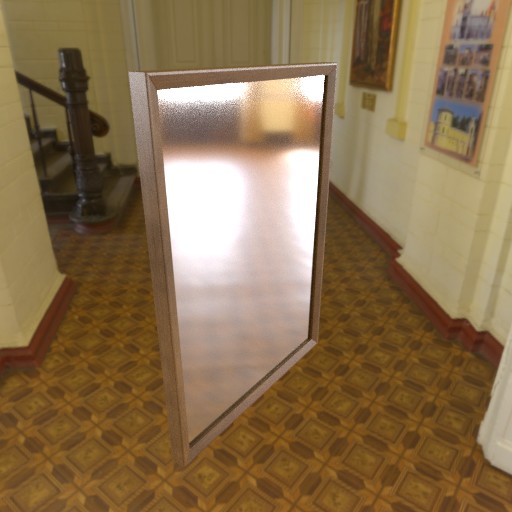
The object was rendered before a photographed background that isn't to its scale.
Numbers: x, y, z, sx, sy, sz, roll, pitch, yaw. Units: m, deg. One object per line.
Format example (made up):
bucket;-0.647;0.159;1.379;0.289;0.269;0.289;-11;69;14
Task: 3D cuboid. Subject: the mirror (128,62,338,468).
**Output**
mirror;0.000;0.000;0.900;0.039;0.711;0.508;18;31;34
